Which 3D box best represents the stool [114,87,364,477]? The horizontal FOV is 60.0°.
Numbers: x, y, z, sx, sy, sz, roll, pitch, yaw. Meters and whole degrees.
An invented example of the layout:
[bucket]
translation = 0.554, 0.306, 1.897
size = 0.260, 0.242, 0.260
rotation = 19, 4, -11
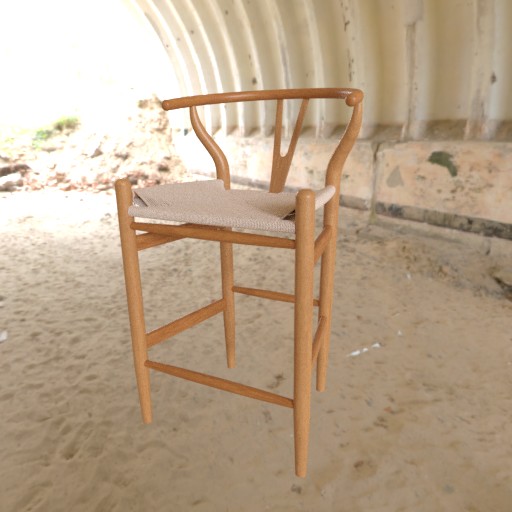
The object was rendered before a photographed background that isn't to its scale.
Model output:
[stool]
translation = 0.000, 0.000, 1.313
size = 0.569, 0.970, 0.579
rotation = 8, 18, 25
